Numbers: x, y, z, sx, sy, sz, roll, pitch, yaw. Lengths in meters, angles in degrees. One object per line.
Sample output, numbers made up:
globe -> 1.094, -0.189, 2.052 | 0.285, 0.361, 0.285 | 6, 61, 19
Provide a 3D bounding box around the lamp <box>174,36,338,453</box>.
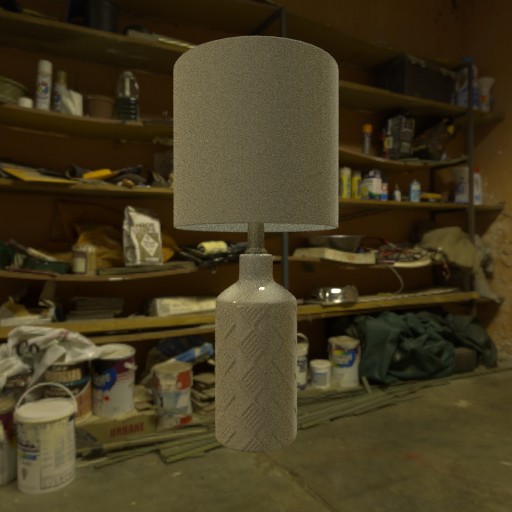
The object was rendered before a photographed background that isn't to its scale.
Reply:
lamp -> 0.000, 0.000, 0.567 | 0.207, 0.461, 0.207 | 0, 1, 18
